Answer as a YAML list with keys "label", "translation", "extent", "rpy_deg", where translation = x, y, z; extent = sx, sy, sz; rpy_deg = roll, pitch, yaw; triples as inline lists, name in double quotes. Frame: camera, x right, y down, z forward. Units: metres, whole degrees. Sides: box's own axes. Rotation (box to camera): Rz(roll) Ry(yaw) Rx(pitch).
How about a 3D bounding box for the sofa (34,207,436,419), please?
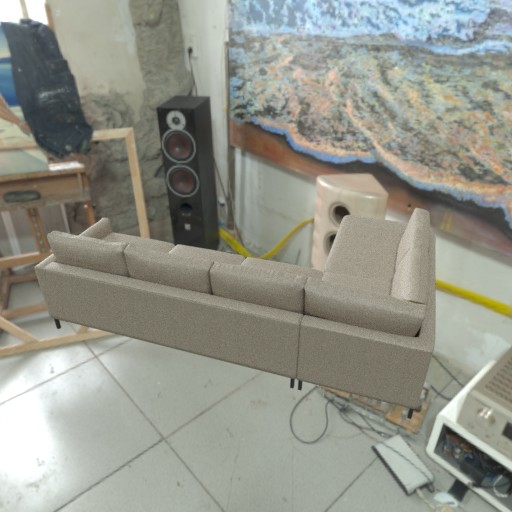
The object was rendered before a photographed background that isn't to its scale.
- label: "sofa"
  translation: [0.000, 0.000, 3.182]
  extent: [2.423, 0.703, 1.617]
  rpy_deg: [10, 33, 16]
